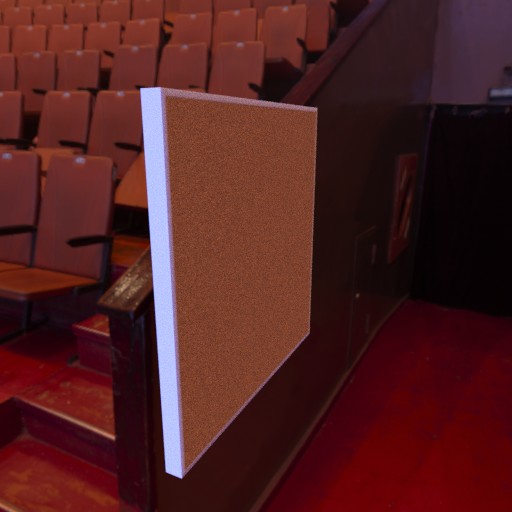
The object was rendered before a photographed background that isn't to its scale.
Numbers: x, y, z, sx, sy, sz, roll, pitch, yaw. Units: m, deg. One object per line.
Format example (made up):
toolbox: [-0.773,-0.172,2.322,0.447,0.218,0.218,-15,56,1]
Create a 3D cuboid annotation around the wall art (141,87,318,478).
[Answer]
wall art: [0.000,0.000,1.158,0.041,0.765,0.768,8,18,26]
